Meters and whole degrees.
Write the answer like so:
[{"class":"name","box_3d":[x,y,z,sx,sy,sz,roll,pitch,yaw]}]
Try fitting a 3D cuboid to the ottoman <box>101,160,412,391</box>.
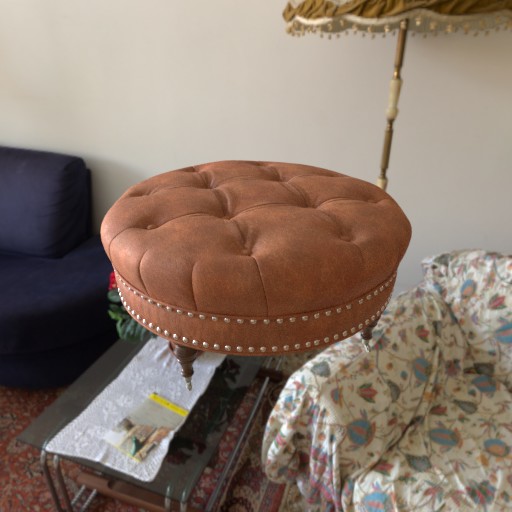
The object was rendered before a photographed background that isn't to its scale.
[{"class":"ottoman","box_3d":[0.000,0.000,1.394,0.901,0.444,0.901,0,27,0]}]
